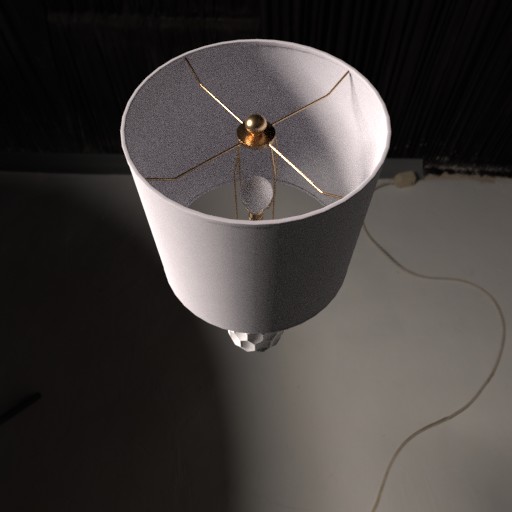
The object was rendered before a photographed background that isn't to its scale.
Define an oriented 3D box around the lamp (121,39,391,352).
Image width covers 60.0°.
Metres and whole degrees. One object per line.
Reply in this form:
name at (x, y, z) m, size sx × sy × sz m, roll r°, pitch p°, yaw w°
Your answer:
lamp at (0.000, 0.000, 0.684) m, size 0.277 × 0.537 × 0.277 m, roll 1°, pitch 58°, yaw 0°
